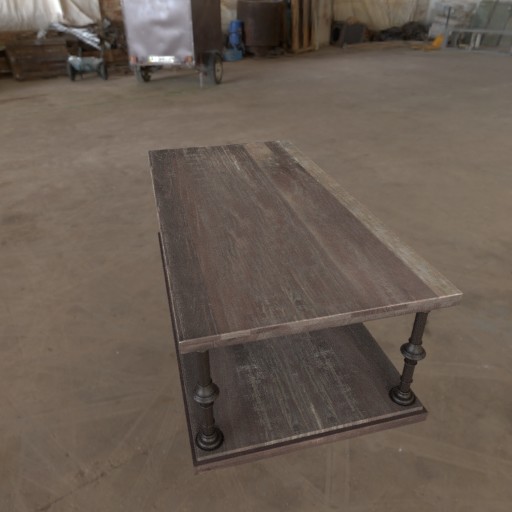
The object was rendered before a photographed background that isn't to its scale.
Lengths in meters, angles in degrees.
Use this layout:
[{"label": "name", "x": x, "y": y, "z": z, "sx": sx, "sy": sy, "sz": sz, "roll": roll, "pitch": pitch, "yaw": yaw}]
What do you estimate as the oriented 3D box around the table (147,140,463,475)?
[{"label": "table", "x": 0.000, "y": 0.000, "z": 1.356, "sx": 0.554, "sy": 0.373, "sz": 1.088, "roll": -8, "pitch": 32, "yaw": -13}]
